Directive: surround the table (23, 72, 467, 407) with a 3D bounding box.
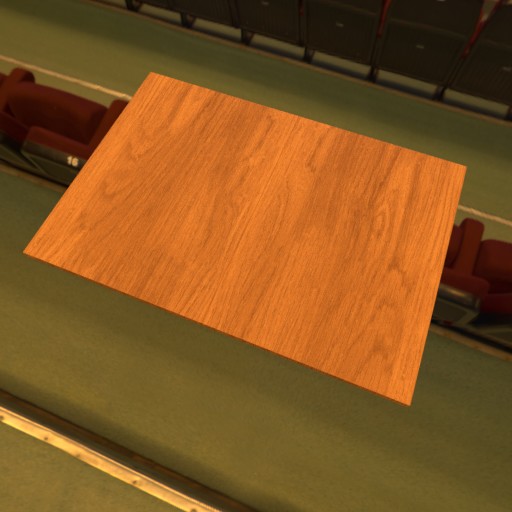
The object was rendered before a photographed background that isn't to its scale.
[{"bbox_3d":[0.000,0.000,1.887,1.300,0.770,0.900,20,66,9],"label":"table"}]
